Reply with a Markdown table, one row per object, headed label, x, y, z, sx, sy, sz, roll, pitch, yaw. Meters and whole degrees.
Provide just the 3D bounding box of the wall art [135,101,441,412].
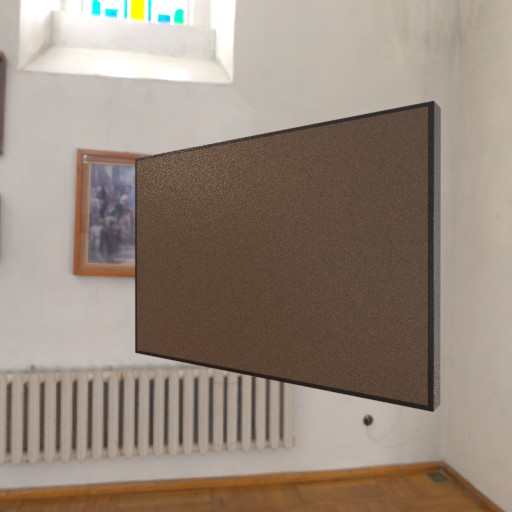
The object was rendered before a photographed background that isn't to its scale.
| label | x | y | z | sx | sy | sz | roll | pitch | yaw |
| --- | --- | --- | --- | --- | --- | --- | --- | --- | --- |
| wall art | 0.000 | 0.000 | 1.206 | 0.939 | 0.640 | 0.058 | 0 | 0 | 36 |
